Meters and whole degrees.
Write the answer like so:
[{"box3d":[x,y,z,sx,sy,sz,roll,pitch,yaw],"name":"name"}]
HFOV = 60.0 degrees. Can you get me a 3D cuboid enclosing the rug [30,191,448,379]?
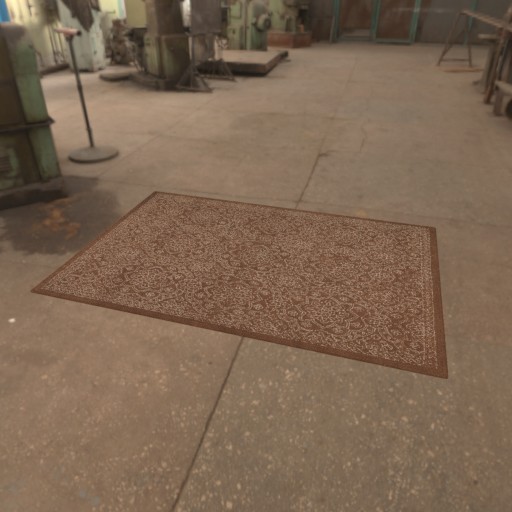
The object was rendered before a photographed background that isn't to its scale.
[{"box3d":[0.000,0.000,2.326,1.829,0.010,1.219,9,33,14],"name":"rug"}]
